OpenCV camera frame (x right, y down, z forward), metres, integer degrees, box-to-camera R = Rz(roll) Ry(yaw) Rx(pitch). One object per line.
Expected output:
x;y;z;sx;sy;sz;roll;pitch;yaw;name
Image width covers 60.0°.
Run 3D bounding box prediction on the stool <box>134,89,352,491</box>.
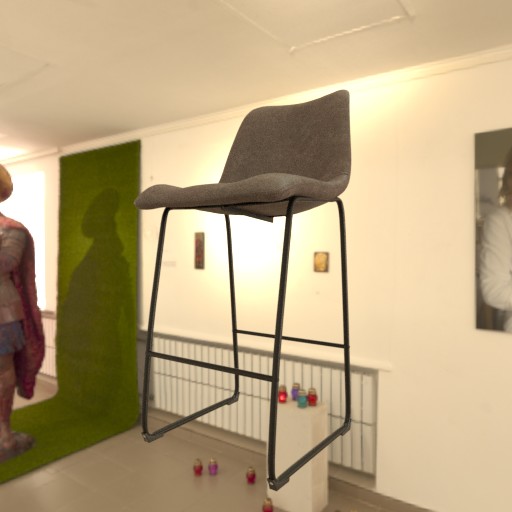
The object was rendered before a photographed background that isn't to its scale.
0.000;0.000;1.349;0.514;1.082;0.561;1;2;35;stool
